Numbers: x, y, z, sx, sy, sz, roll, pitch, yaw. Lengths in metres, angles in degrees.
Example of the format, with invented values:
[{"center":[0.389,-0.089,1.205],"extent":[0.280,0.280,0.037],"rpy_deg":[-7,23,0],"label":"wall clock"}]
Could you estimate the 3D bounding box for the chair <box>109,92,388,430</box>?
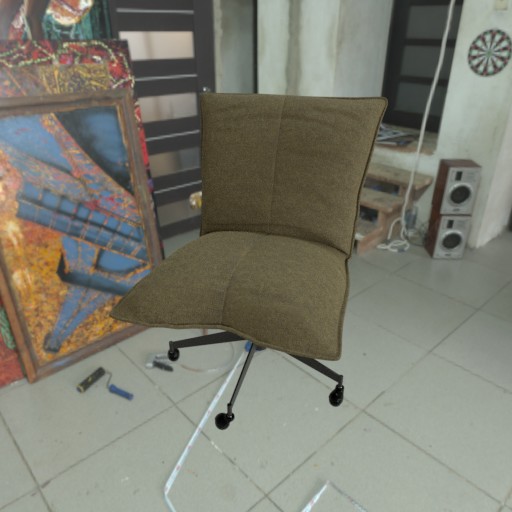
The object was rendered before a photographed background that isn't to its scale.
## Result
[{"center":[0.000,0.000,1.273],"extent":[0.597,0.811,0.696],"rpy_deg":[8,28,16],"label":"chair"}]
